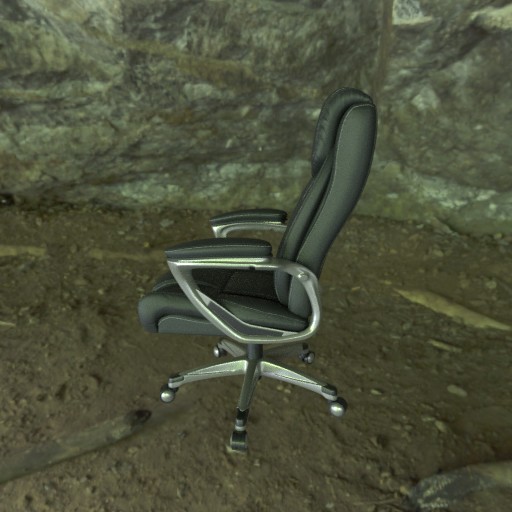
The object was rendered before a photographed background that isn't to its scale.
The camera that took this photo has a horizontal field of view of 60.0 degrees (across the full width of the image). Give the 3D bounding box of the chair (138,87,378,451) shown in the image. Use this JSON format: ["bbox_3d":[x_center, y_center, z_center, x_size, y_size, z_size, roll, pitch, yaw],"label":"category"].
[{"bbox_3d":[0.000,0.000,1.674,0.784,1.167,0.741,2,15,8],"label":"chair"}]
